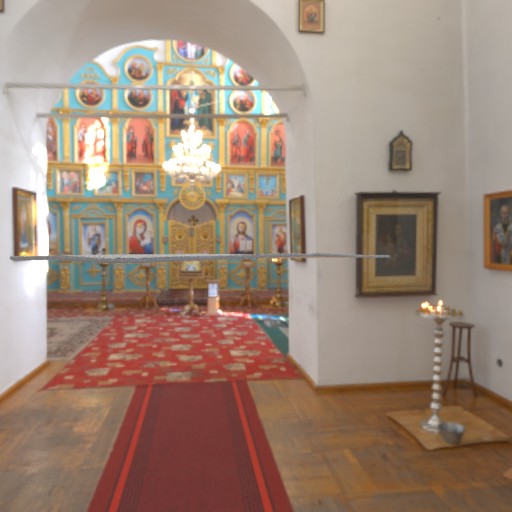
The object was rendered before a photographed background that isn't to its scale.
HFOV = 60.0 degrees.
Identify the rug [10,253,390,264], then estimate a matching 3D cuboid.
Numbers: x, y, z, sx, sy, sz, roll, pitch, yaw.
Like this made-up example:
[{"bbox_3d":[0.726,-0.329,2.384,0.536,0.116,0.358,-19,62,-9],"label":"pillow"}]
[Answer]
[{"bbox_3d":[0.000,0.000,2.483,0.675,0.037,2.341,0,0,37],"label":"rug"}]
